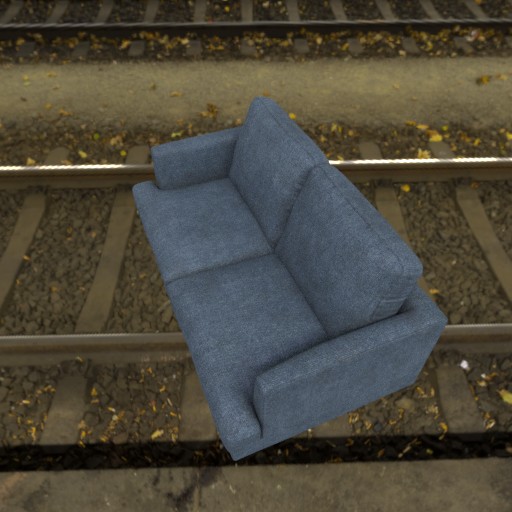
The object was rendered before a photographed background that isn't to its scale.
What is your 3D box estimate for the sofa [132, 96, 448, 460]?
[{"bbox_3d":[0.000,0.000,2.151,0.903,0.944,1.582,-17,49,-15],"label":"sofa"}]
